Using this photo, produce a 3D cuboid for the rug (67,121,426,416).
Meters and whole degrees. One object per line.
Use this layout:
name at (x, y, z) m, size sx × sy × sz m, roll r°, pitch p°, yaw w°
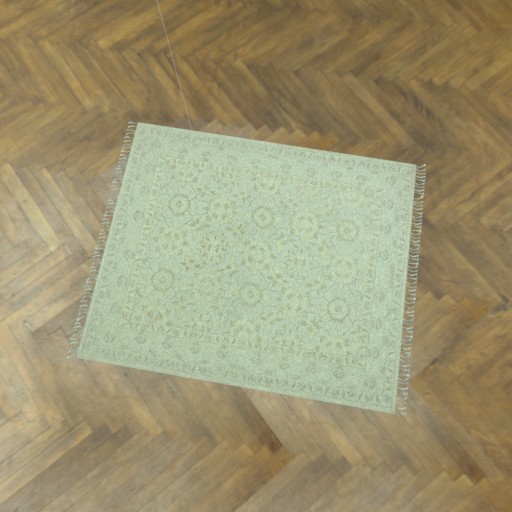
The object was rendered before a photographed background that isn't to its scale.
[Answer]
rug at (0.000, 0.000, 4.189) m, size 3.043 × 0.013 × 2.444 m, roll 9°, pitch 76°, yaw 2°
